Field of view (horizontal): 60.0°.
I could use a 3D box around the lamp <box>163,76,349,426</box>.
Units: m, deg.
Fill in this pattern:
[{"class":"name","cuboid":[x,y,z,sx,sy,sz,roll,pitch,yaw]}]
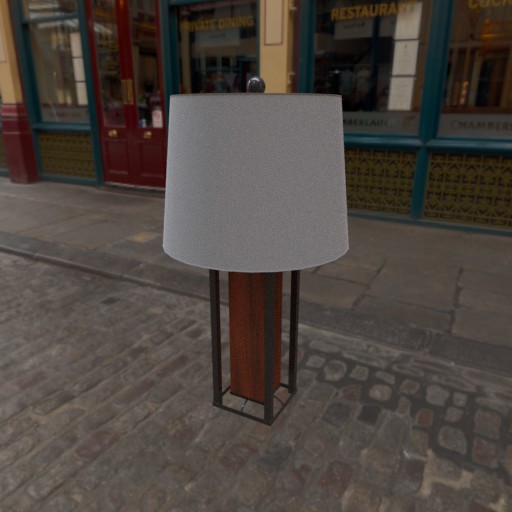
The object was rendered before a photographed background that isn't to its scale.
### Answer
[{"class":"lamp","cuboid":[0.000,0.000,0.784,0.320,0.591,0.320,0,18,0]}]
